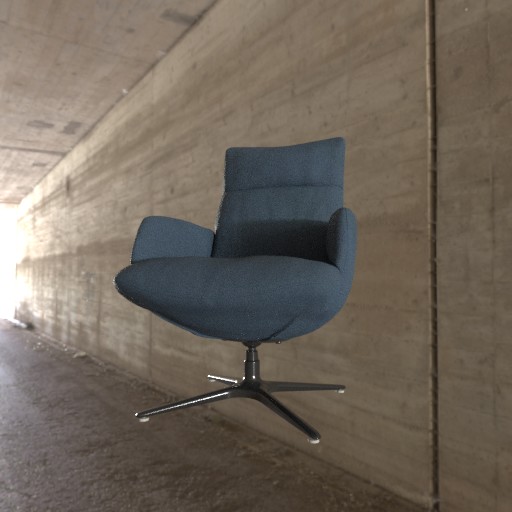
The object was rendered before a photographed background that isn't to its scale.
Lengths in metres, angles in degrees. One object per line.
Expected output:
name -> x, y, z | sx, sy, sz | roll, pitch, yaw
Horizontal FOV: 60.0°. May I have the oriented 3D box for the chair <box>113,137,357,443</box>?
chair -> 0.000, 0.000, 1.569 | 0.711, 1.016, 0.889 | -1, -2, 19
